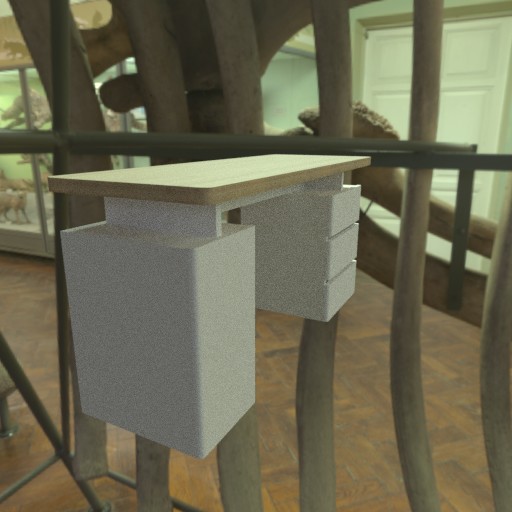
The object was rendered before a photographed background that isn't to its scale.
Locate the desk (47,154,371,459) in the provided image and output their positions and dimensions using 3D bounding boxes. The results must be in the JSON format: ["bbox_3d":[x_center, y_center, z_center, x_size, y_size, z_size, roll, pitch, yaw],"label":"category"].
[{"bbox_3d":[0.000,0.000,1.850,0.550,0.755,1.500,8,17,27],"label":"desk"}]
